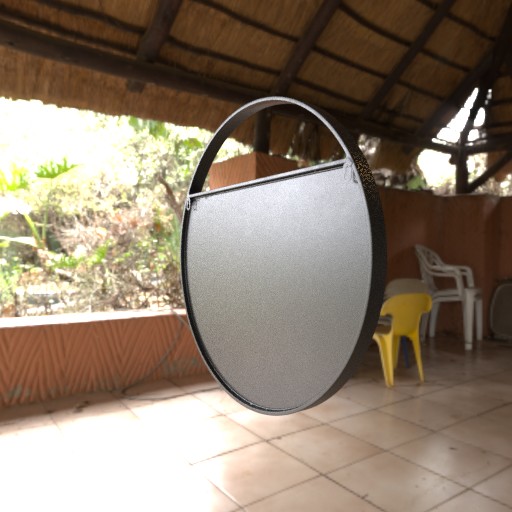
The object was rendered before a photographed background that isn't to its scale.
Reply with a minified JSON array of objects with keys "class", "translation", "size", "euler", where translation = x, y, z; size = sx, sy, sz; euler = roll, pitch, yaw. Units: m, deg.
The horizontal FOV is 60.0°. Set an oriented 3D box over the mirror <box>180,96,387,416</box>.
[{"class":"mirror","translation":[0.000,0.000,0.825],"size":[0.032,0.565,0.565],"euler":[0,0,-36]}]
